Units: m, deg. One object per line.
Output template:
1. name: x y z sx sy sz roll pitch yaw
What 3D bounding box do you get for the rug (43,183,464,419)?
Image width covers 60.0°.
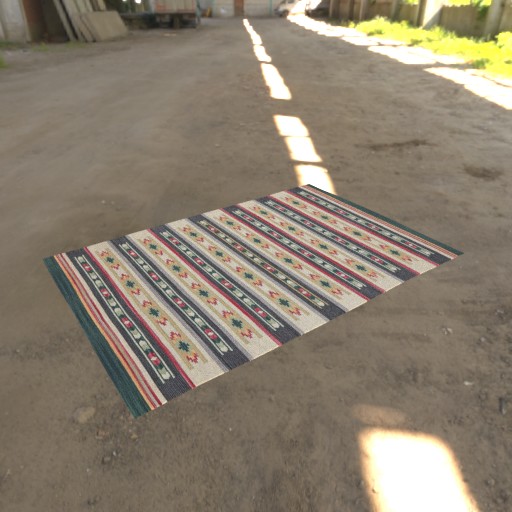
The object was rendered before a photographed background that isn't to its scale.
1. rug: 0.000 0.000 2.298 1.825 0.009 1.221 -20 36 -30
